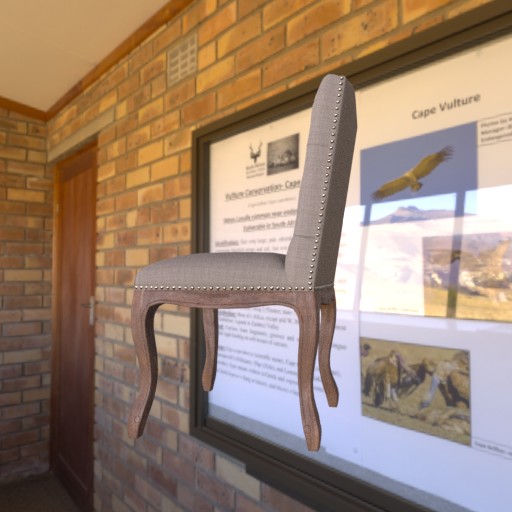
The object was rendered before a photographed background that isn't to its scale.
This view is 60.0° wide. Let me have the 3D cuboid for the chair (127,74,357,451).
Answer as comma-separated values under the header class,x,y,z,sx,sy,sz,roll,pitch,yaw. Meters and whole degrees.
class,x,y,z,sx,sy,sz,roll,pitch,yaw
chair,0.000,0.000,1.654,0.731,1.191,0.637,-1,-2,17
